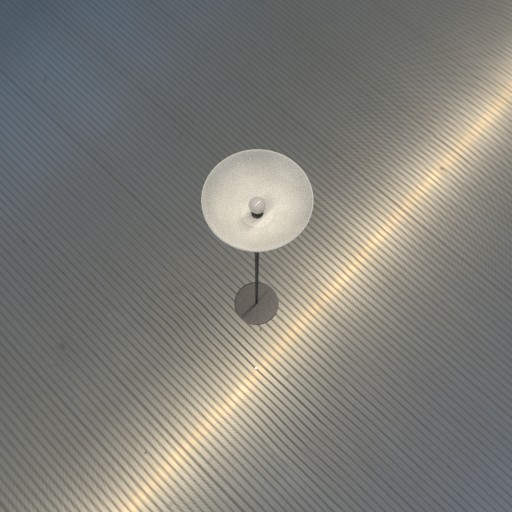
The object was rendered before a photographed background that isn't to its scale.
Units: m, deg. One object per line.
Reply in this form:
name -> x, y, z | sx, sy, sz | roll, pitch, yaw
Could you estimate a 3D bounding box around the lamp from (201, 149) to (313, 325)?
lamp -> 0.000, 0.000, 1.970 | 0.279, 1.804, 0.442 | -2, 76, -1
